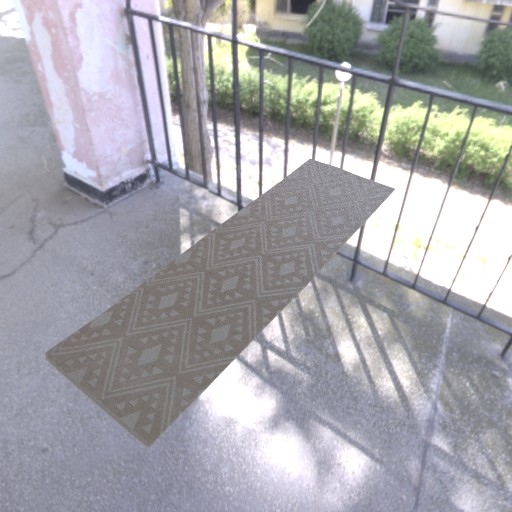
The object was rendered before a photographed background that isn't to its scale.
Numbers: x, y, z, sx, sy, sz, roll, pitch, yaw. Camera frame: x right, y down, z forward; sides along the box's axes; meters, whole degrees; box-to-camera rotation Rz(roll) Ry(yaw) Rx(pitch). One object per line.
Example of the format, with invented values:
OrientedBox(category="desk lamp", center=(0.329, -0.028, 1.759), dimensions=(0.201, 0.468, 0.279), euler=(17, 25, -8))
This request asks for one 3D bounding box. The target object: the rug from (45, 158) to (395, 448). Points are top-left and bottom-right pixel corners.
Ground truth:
OrientedBox(category="rug", center=(0.000, 0.000, 2.724), dimensions=(0.752, 0.051, 2.452), euler=(27, 48, 27))
